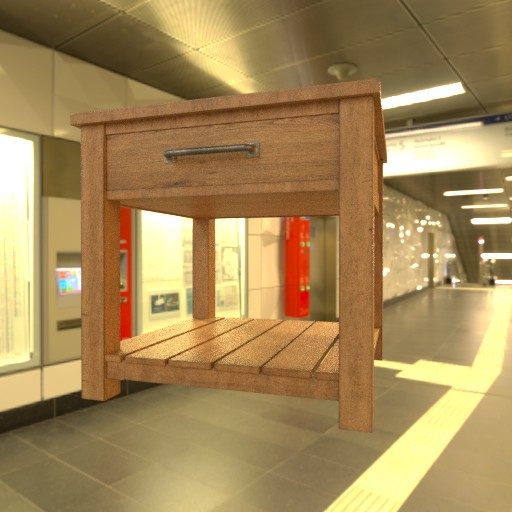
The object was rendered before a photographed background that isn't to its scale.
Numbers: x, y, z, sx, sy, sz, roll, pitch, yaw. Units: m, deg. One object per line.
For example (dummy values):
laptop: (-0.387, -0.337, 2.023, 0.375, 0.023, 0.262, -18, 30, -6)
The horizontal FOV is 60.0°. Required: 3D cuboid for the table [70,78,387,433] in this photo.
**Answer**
table: (0.000, 0.000, 1.106, 0.616, 0.593, 0.612, 0, 0, 18)
